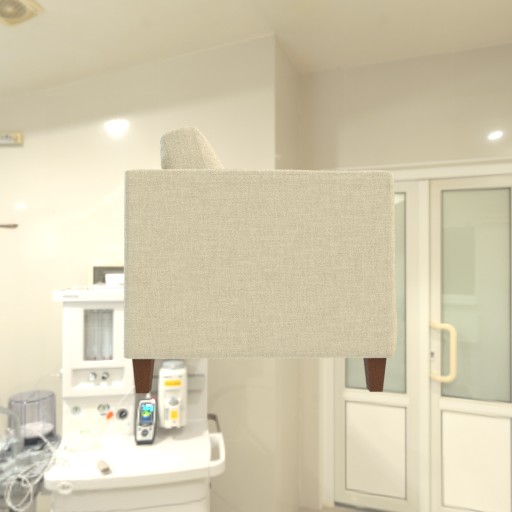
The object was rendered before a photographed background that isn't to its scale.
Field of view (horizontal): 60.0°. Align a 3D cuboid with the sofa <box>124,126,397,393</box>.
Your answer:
[{"bbox_3d":[0.000,0.000,2.395,0.950,0.963,1.838,0,0,-1],"label":"sofa"}]
